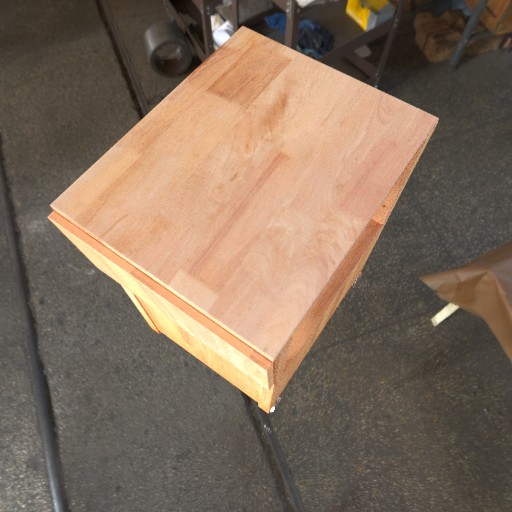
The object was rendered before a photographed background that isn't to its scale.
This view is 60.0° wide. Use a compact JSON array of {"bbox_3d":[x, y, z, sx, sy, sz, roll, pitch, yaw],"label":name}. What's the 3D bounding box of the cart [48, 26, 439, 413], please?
[{"bbox_3d":[0.000,0.000,1.237,0.508,0.838,0.640,32,68,15],"label":"cart"}]
